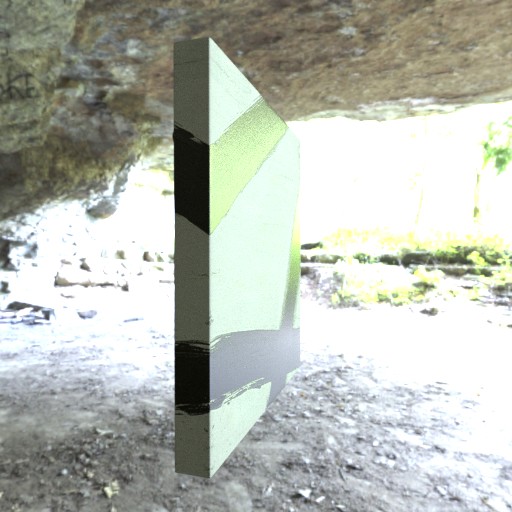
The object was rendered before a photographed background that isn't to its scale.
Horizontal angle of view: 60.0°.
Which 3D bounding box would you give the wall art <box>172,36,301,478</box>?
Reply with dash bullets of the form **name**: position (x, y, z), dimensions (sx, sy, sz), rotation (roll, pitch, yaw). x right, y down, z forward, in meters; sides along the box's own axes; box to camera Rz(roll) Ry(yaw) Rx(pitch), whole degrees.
- **wall art**: position (0.000, 0.000, 0.754), dimensions (0.050, 0.508, 0.507), rotation (0, 1, 18)
